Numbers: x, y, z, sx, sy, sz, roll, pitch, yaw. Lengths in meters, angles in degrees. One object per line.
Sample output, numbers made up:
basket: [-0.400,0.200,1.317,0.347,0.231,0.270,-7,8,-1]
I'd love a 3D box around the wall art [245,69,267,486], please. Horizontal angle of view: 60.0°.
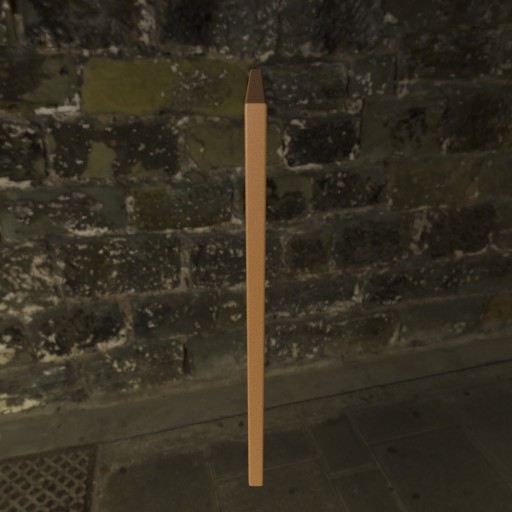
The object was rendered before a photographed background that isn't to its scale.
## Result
wall art: [0.000,0.000,0.744,0.021,0.550,0.449,0,27,0]
